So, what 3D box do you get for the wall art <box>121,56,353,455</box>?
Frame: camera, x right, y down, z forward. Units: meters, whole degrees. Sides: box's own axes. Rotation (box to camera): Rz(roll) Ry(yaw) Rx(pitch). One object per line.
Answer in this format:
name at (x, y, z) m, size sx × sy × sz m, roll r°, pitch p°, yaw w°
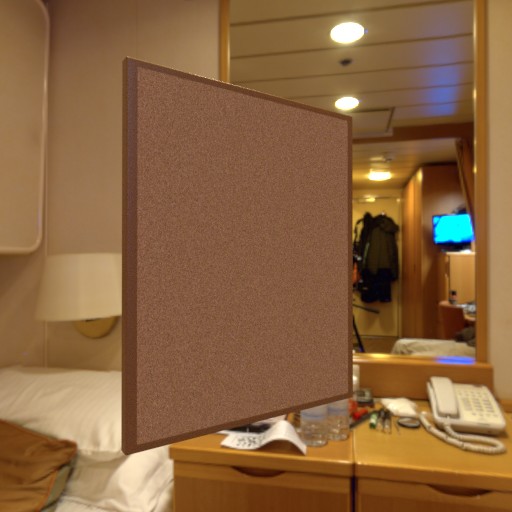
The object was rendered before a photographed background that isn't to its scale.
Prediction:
wall art at (0.000, 0.000, 0.514) m, size 0.310 × 0.379 × 0.015 m, roll 0°, pitch -1°, yaw -35°
